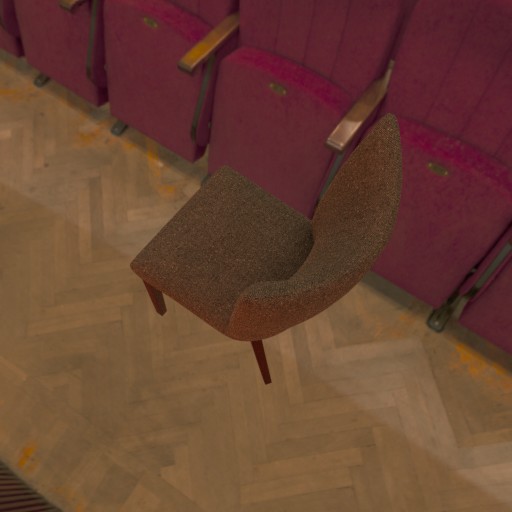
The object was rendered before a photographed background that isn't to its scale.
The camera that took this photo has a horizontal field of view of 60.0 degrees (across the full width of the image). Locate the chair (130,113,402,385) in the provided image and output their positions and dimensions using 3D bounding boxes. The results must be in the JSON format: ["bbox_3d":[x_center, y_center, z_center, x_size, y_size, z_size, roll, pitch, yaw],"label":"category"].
[{"bbox_3d":[0.000,0.000,1.312,0.623,0.924,0.535,33,68,15],"label":"chair"}]
